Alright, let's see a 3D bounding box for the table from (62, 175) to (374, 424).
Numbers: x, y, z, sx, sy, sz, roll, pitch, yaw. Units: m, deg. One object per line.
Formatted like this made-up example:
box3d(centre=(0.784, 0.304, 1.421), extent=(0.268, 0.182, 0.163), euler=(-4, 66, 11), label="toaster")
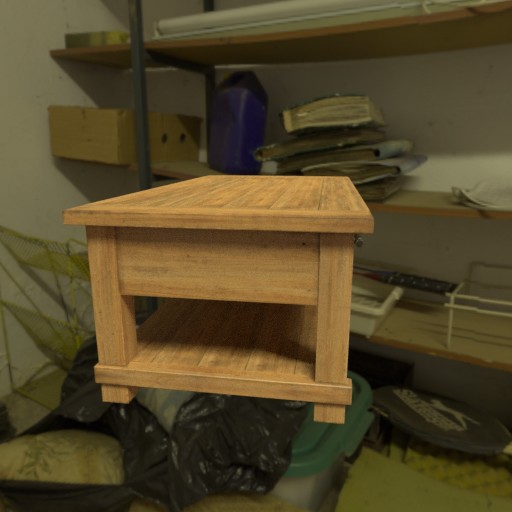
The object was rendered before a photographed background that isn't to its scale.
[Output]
box3d(centre=(0.000, 0.000, 1.603), extent=(0.693, 0.494, 1.270), euler=(2, 14, 9), label="table")
